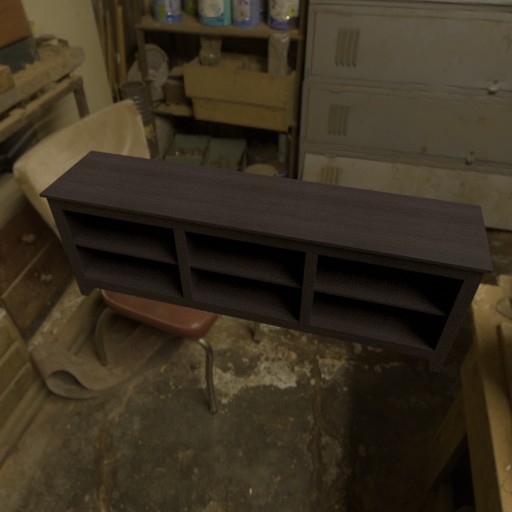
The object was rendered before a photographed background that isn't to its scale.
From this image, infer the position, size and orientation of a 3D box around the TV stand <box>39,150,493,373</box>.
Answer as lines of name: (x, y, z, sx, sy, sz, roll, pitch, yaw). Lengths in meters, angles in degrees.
TV stand: (0.000, 0.000, 2.026, 1.778, 0.610, 0.406, 10, 42, 12)
